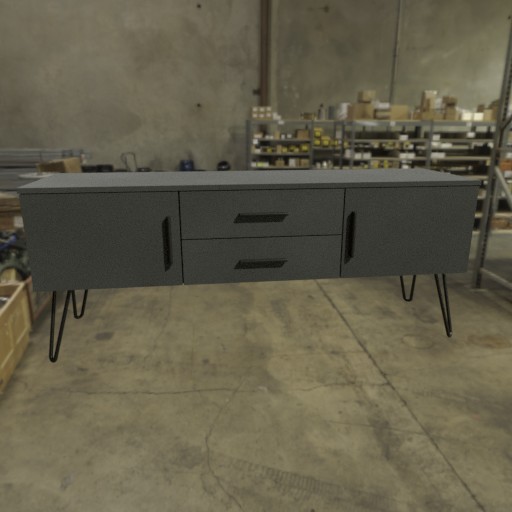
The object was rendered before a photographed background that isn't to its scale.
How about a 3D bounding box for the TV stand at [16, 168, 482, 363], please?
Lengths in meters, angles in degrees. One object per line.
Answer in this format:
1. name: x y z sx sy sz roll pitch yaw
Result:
1. TV stand: 0.000 0.000 1.581 1.400 0.560 0.400 -2 17 -7
